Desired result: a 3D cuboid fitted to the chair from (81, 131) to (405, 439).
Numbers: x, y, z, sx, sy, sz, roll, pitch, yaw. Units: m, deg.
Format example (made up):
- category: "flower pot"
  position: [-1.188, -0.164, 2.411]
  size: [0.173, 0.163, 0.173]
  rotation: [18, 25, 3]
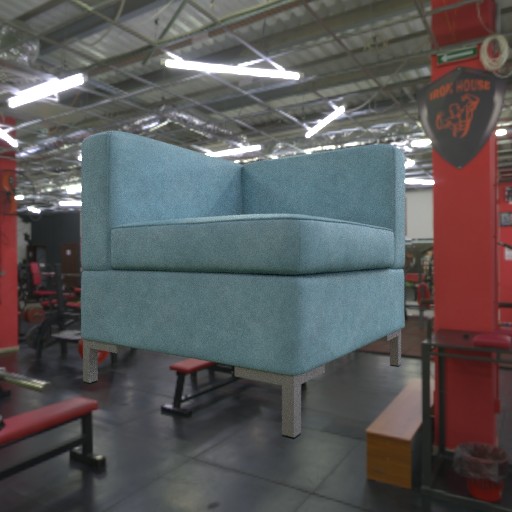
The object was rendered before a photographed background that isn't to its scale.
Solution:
- category: "chair"
  position: [0.000, 0.000, 1.239]
  size: [0.684, 0.660, 0.691]
  rotation: [0, 0, 34]
